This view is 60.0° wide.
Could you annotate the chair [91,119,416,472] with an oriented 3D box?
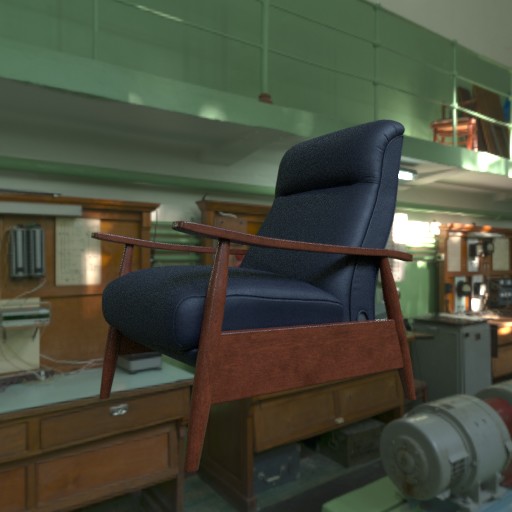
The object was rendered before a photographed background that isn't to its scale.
[{"bbox_3d":[0.000,0.000,1.683,1.014,1.082,0.762,0,0,-36],"label":"chair"}]
